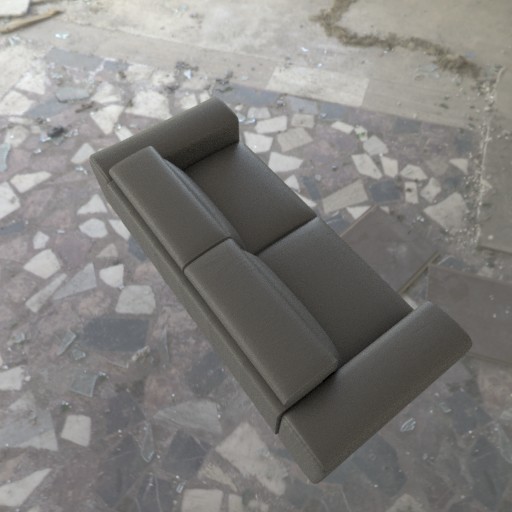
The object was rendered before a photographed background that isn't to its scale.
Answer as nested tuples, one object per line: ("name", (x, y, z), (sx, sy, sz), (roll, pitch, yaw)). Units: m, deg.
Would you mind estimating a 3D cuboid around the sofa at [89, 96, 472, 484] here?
("sofa", (0.000, 0.000, 2.687), (1.023, 0.759, 2.321), (-32, 64, -18))
